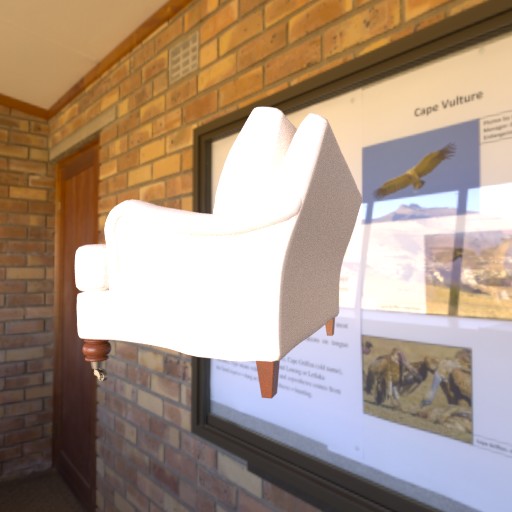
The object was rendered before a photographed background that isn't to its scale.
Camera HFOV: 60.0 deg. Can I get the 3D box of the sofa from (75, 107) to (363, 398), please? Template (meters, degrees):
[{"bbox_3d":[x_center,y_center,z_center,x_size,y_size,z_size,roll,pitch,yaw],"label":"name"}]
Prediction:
[{"bbox_3d":[0.000,0.000,2.544,1.084,1.101,1.853,-1,-2,17],"label":"sofa"}]
